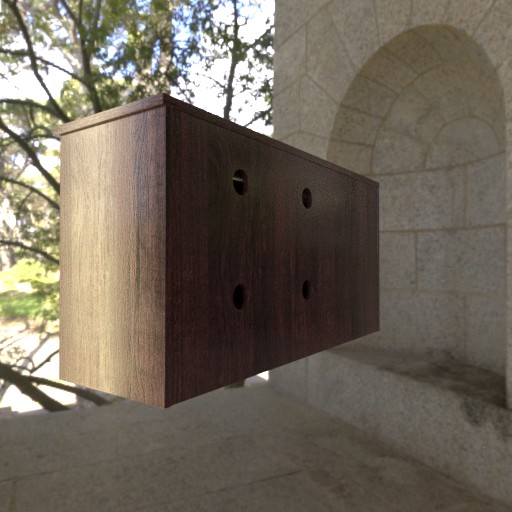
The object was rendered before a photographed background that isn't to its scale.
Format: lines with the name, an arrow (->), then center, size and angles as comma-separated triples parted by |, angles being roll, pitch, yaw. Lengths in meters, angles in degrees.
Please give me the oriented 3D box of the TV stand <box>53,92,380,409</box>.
TV stand -> 0.000, 0.000, 1.452 | 0.404, 0.614, 1.192 | -1, -1, 35
